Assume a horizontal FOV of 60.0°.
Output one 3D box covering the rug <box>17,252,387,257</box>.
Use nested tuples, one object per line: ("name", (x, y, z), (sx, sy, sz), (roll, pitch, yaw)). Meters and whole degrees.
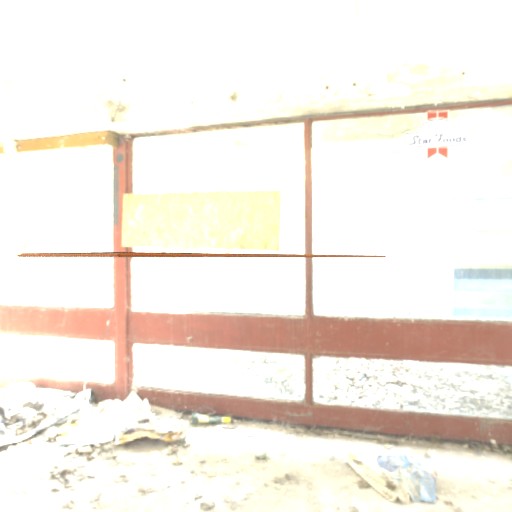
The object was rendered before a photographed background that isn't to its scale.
("rug", (0.000, 0.000, 2.453), (0.651, 0.016, 2.274), (0, 0, 37))
